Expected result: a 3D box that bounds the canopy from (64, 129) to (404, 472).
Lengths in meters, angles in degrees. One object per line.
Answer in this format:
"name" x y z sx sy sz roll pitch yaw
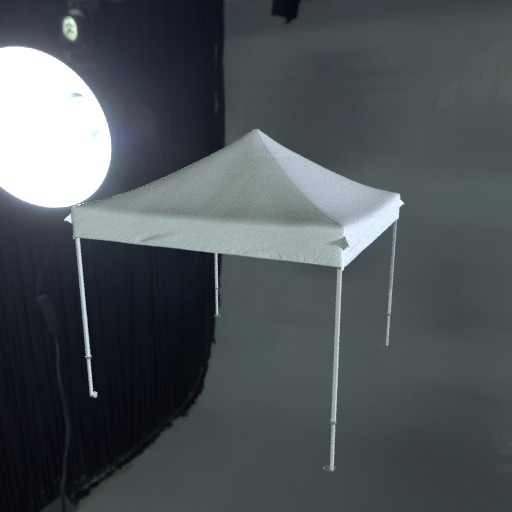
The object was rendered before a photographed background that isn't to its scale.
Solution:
"canopy" 0.000 0.000 5.428 2.996 2.998 2.994 6 15 25
